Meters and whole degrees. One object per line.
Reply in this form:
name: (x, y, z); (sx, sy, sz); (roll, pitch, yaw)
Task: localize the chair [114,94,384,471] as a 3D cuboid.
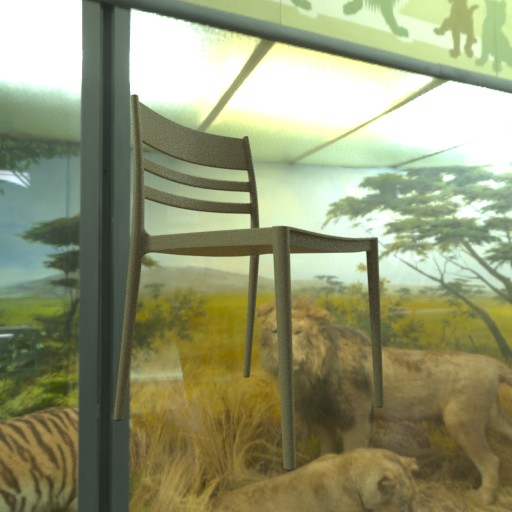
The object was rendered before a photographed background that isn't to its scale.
chair: (0.000, 0.000, 1.154); (0.511, 0.800, 0.531); (-1, -1, 37)
